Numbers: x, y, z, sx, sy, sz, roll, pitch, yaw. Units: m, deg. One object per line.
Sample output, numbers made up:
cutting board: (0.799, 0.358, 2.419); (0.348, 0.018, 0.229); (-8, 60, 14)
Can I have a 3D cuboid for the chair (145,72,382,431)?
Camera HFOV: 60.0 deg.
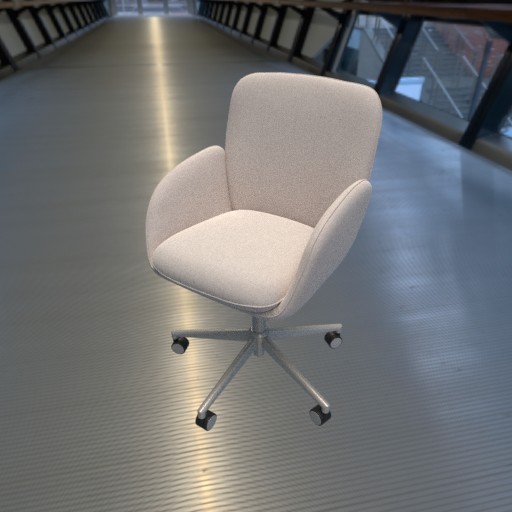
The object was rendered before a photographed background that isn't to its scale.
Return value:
chair: (0.000, 0.000, 1.356); (0.648, 0.959, 0.633); (19, 36, 28)
